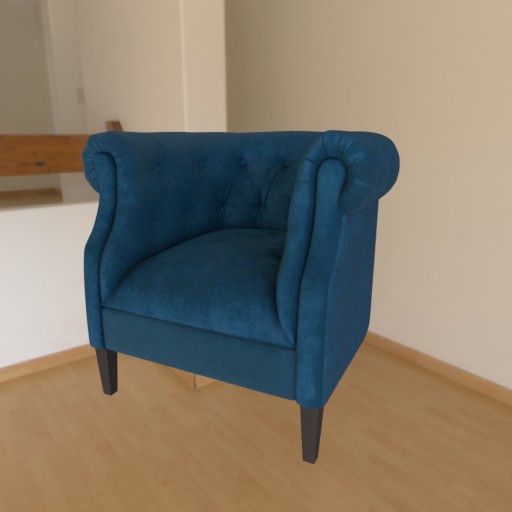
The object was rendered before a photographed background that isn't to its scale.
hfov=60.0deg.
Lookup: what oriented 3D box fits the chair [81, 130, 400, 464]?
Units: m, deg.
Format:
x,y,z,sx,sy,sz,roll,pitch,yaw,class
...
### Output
x,y,z,sx,sy,sz,roll,pitch,yaw,class
0.000,0.000,1.512,0.904,0.826,0.851,8,17,26,chair
